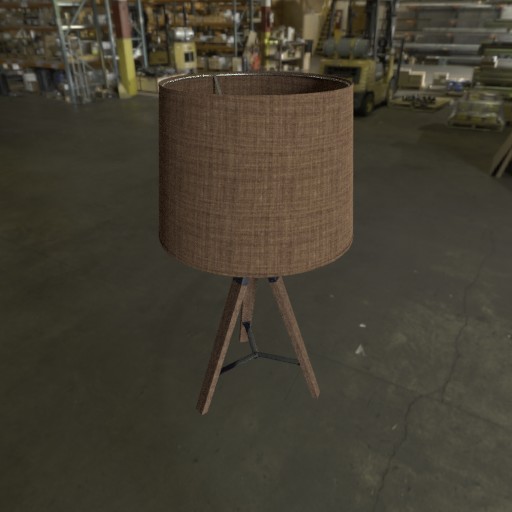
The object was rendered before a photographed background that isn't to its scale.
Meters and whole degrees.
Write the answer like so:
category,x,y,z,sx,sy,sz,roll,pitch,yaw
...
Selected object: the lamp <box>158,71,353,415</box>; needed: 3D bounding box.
category,x,y,z,sx,sy,sz,roll,pitch,yaw
lamp,0.000,0.000,0.695,0.290,0.514,0.290,0,28,0
